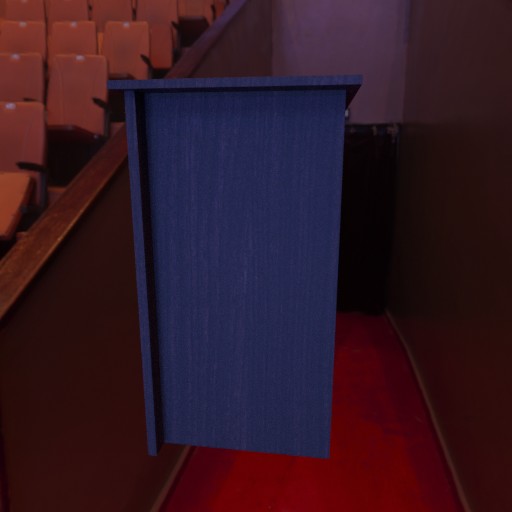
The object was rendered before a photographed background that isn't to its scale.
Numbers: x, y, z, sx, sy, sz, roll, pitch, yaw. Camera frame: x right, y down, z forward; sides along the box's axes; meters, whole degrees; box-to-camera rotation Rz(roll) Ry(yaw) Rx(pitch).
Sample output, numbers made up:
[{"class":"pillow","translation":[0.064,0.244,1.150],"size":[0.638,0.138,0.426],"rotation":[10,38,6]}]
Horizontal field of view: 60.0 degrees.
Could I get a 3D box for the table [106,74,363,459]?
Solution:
[{"class":"table","translation":[0.000,0.000,1.053],"size":[0.406,0.711,0.591],"rotation":[2,14,8]}]
